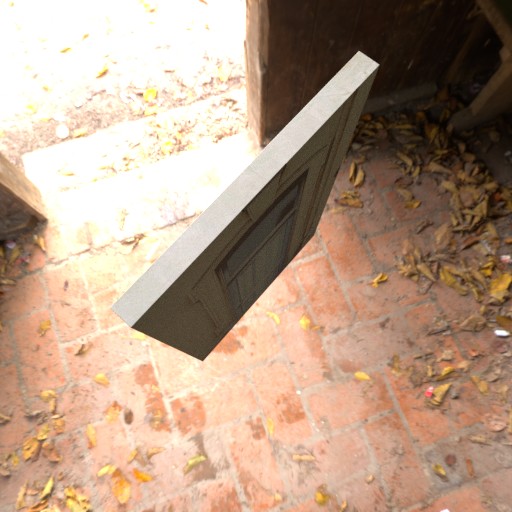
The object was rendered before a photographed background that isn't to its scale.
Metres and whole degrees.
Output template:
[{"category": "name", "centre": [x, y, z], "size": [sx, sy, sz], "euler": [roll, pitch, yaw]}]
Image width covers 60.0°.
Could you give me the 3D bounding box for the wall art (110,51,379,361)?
[{"category": "wall art", "centre": [0.000, 0.000, 0.964], "size": [0.038, 0.764, 0.508], "euler": [40, 77, 11]}]
